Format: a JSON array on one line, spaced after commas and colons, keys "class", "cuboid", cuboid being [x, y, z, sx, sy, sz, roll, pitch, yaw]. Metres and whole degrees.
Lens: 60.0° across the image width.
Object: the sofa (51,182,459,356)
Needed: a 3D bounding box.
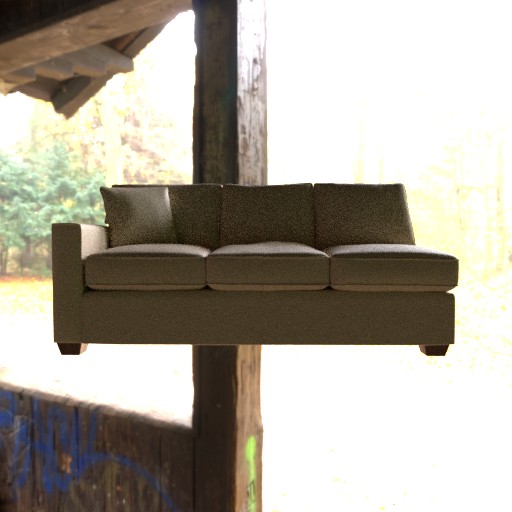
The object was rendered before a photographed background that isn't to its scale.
[{"class": "sofa", "cuboid": [0.000, 0.000, 2.590, 1.962, 0.946, 1.034, 0, 2, 1]}]
